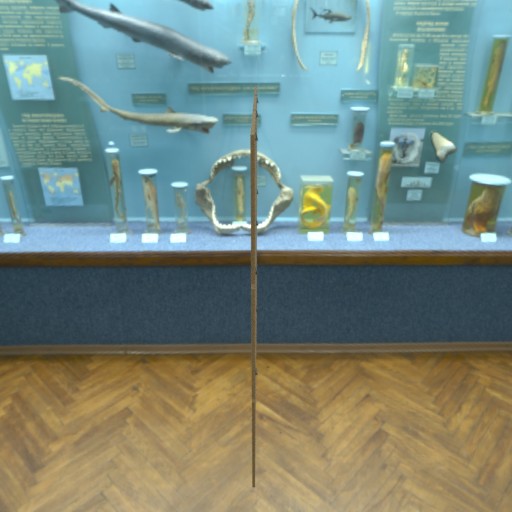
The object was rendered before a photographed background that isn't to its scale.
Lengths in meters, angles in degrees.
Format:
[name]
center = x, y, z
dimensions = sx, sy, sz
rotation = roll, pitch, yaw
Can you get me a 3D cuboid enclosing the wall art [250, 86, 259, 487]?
[wall art]
center = 0.000, 0.000, 2.303
dimensions = 0.023, 1.522, 1.526
rotation = 0, 26, 0
